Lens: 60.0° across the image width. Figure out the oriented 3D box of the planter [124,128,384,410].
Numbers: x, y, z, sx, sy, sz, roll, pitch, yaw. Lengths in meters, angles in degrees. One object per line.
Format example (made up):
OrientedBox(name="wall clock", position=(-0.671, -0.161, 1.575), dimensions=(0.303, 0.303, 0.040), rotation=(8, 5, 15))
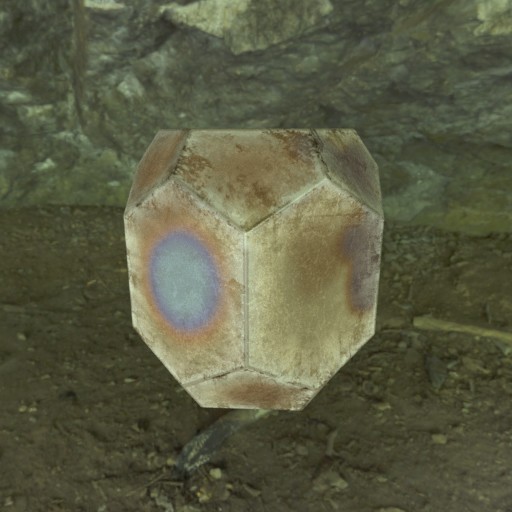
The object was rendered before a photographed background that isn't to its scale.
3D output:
OrientedBox(name="planter", position=(0.000, 0.000, 0.430), dimensions=(0.243, 0.238, 0.221), rotation=(-8, 18, -26))
